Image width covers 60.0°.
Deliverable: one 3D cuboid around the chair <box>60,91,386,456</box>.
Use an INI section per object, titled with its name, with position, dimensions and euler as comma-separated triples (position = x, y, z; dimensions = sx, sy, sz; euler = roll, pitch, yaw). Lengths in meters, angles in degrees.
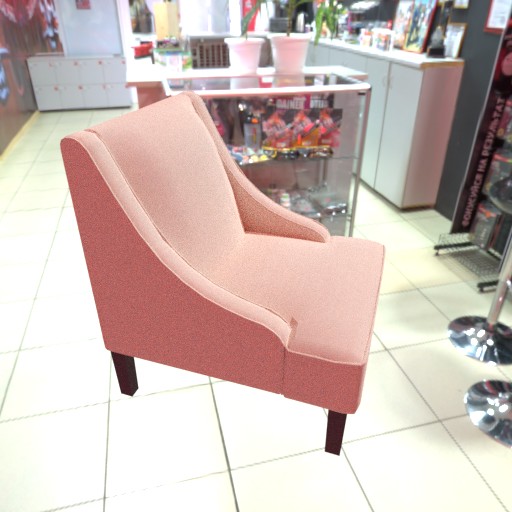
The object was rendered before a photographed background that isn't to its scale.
[chair]
position = 0.000, 0.000, 1.451
dimensions = 0.806, 0.886, 0.689
euler = 10, 32, 16
